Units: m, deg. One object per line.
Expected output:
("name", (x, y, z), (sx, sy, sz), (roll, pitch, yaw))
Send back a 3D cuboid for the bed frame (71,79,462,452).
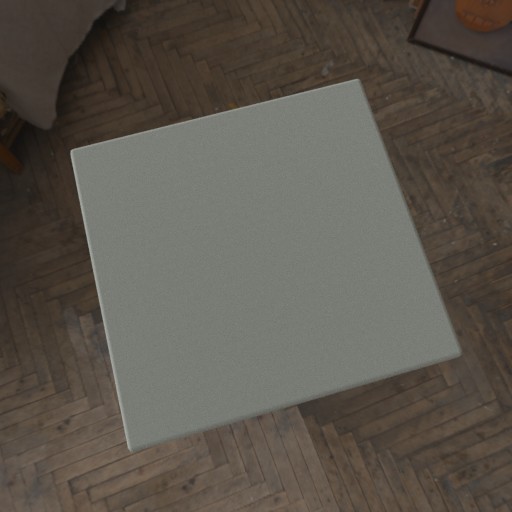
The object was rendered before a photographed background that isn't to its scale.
("bed frame", (0.000, 0.000, 3.892), (2.635, 0.680, 2.526), (-15, 77, -4))
